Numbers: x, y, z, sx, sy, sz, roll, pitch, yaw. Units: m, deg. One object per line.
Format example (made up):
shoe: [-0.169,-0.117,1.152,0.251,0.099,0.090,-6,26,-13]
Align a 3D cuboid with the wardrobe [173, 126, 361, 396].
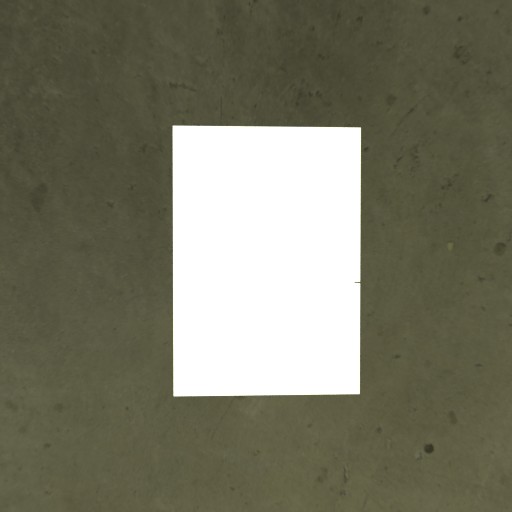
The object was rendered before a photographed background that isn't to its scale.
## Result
wardrobe: [0.000,0.000,2.439,0.600,2.040,0.860,0,91,-2]
